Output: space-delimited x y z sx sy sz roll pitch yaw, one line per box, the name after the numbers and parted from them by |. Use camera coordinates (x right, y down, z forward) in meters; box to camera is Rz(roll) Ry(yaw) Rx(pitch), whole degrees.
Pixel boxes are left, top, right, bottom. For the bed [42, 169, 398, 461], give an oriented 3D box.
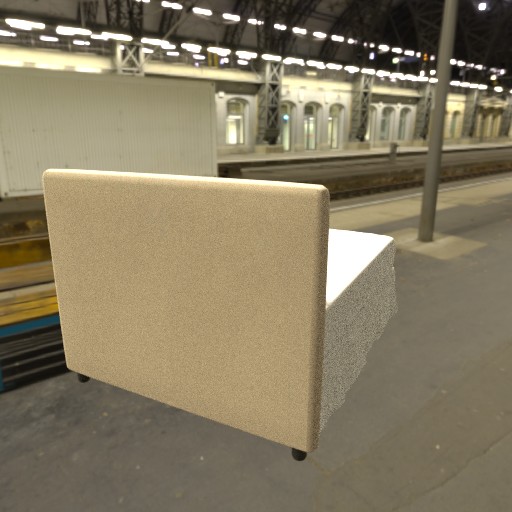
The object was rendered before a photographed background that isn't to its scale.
0.000 0.000 3.165 1.723 1.330 2.142 8 18 27 | bed
